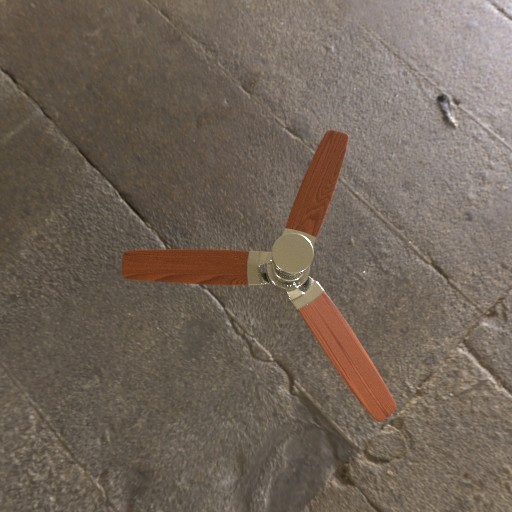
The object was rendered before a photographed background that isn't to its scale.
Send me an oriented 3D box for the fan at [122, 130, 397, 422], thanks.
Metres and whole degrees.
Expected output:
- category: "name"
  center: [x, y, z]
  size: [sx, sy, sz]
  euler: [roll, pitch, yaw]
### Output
- category: "fan"
  center: [0.000, 0.000, 2.027]
  size: [1.271, 0.410, 1.416]
  euler: [2, 75, 0]
